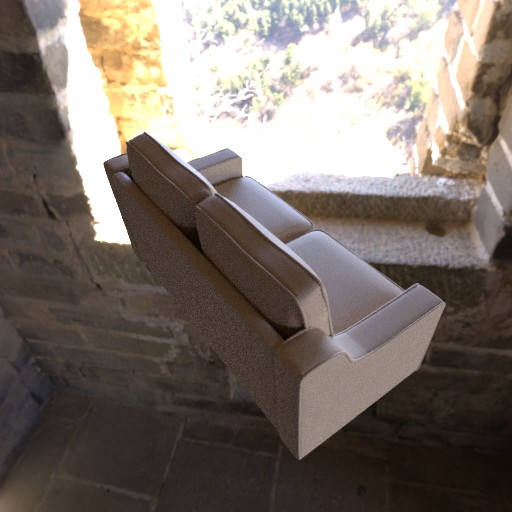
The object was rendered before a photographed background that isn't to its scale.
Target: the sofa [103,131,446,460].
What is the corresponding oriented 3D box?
[{"bbox_3d":[0.000,0.000,3.554,1.351,1.562,2.587,-26,48,-26],"label":"sofa"}]
